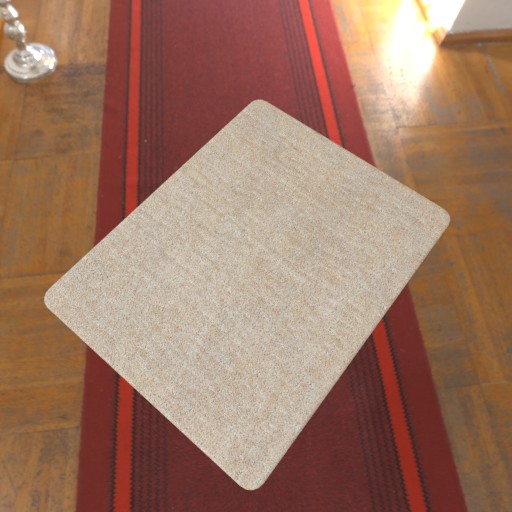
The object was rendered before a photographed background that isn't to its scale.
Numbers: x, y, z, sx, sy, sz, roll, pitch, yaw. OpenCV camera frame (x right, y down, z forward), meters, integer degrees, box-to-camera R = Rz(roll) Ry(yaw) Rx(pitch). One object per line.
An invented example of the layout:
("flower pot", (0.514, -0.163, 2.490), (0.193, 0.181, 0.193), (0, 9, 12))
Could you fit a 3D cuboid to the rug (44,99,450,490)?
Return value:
("rug", (0.000, 0.000, 3.365), (2.009, 0.048, 2.528), (36, 70, 16))
